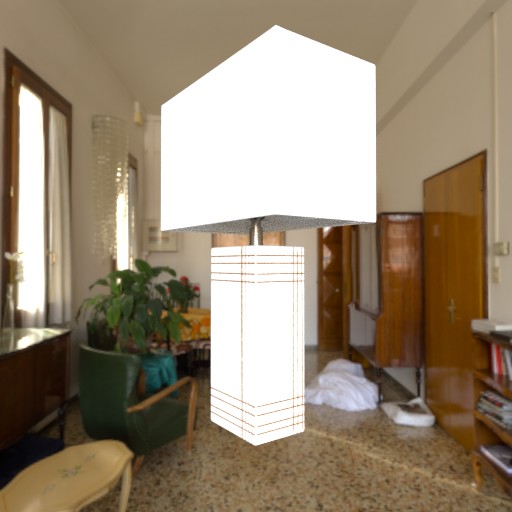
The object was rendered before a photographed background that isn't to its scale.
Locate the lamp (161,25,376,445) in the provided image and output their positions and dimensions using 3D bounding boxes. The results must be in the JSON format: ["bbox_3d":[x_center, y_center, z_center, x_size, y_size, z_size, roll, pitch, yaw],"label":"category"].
[{"bbox_3d":[0.000,0.000,0.709,0.182,0.543,0.334,1,-1,-36],"label":"lamp"}]
